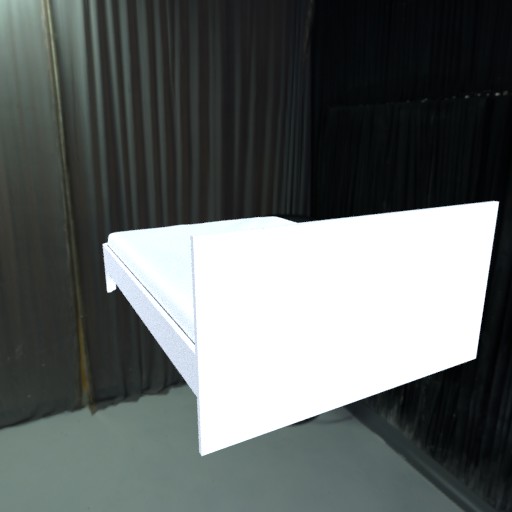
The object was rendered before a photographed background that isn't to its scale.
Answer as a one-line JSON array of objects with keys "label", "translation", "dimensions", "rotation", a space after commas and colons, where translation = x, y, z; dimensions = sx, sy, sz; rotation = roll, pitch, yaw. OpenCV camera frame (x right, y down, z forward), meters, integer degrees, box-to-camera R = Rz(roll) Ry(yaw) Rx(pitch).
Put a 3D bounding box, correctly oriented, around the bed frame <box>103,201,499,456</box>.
[{"label": "bed frame", "translation": [0.000, 0.000, 2.635], "dimensions": [1.490, 0.800, 1.950], "rotation": [-8, 18, -27]}]
